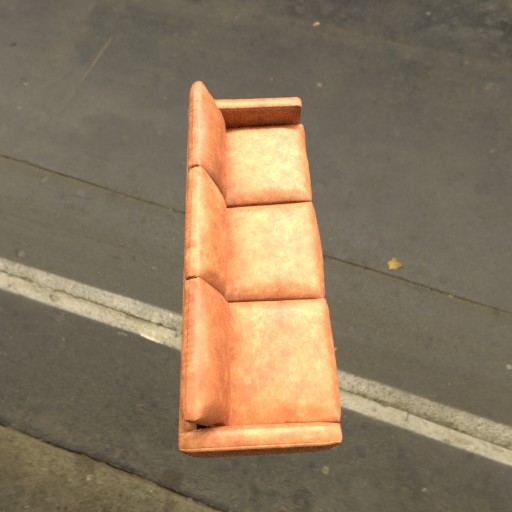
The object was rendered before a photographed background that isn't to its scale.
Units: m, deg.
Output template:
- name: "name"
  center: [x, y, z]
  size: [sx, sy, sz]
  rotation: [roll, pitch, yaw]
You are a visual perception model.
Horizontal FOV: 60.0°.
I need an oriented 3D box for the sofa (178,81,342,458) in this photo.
- name: "sofa"
  center: [0.000, 0.000, 2.479]
  size: [0.748, 0.863, 2.029]
  rotation: [-2, 64, -1]
